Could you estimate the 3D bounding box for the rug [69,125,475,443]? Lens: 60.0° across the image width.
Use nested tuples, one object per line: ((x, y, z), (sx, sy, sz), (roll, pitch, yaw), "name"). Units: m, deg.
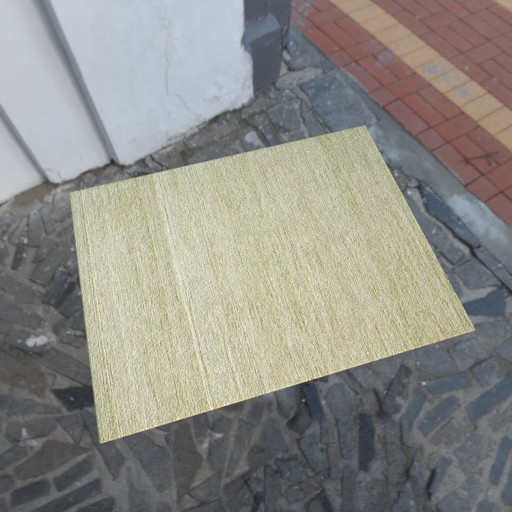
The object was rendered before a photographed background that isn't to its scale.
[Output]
((0.000, 0.000, 4.121), (3.198, 0.016, 2.425), (-15, 64, -7), "rug")
